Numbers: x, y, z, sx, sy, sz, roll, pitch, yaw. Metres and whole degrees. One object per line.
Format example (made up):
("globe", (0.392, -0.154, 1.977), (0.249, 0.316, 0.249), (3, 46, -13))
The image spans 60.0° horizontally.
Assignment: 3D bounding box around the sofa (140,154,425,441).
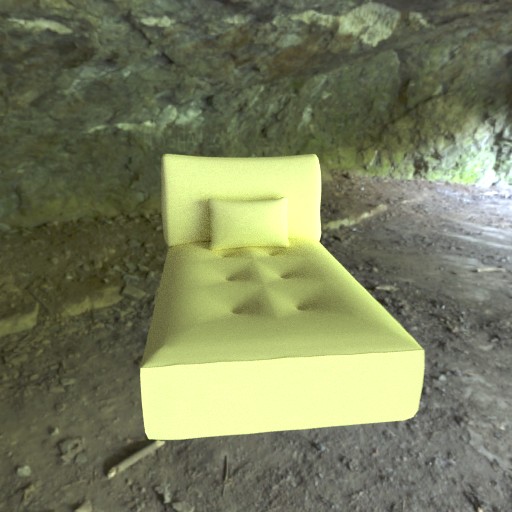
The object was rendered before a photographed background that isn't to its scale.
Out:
("sofa", (0.000, 0.000, 2.025), (0.930, 0.820, 1.450), (-2, 17, -7))
